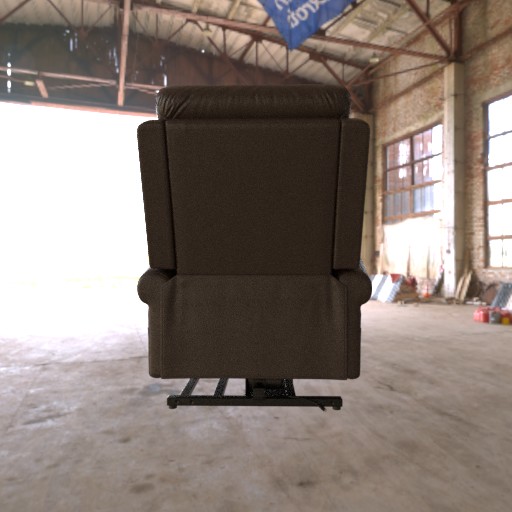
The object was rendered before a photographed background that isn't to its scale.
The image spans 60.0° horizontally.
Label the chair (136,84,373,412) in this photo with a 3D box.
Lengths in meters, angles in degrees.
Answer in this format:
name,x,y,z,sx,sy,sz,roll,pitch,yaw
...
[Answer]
name,x,y,z,sx,sy,sz,roll,pitch,yaw
chair,0.000,0.000,1.748,0.869,1.028,0.978,0,0,1
